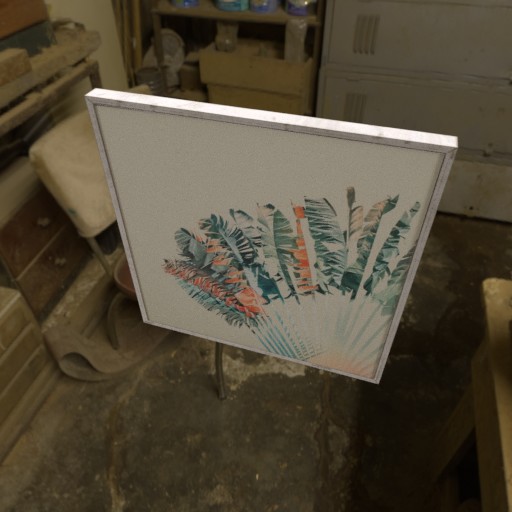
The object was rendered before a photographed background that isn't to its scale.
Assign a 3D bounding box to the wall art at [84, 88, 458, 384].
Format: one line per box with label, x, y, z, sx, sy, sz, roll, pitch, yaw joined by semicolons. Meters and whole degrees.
wall art;0.000;0.000;0.758;0.508;0.506;0.029;12;43;13
